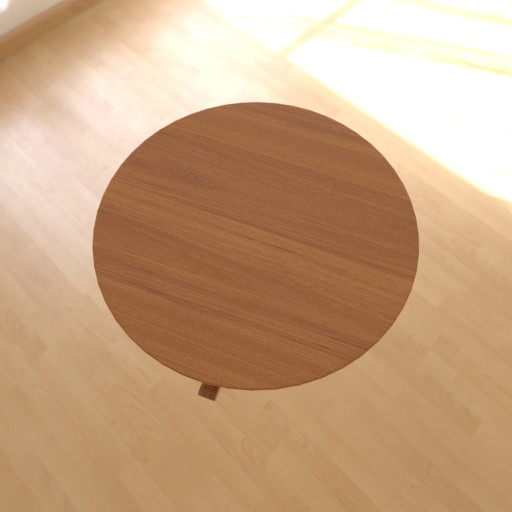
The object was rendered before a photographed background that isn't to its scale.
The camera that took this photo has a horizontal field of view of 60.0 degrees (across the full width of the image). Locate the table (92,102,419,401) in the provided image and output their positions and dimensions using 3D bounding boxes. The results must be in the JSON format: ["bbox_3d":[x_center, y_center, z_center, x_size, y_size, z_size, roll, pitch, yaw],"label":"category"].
[{"bbox_3d":[0.000,0.000,1.624,1.029,0.490,1.029,0,64,0],"label":"table"}]
